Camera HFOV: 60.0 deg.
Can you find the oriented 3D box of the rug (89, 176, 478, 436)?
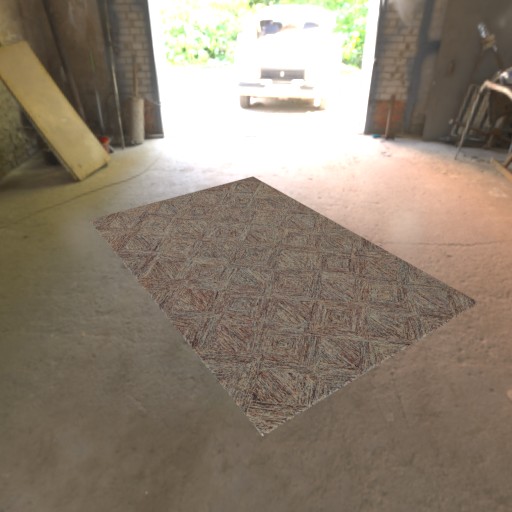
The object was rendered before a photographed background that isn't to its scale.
[{"bbox_3d":[0.000,0.000,2.971,1.523,0.019,2.285,-20,38,-29],"label":"rug"}]
